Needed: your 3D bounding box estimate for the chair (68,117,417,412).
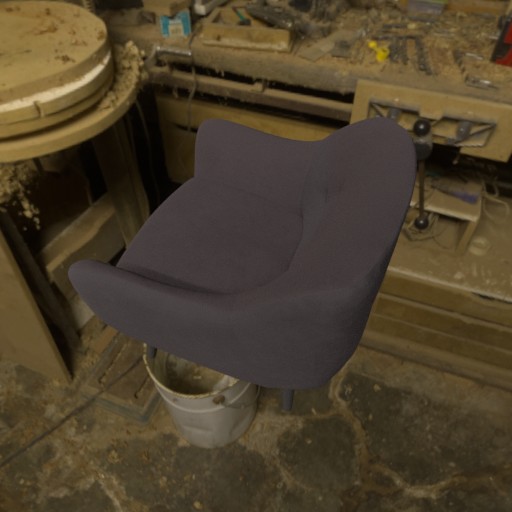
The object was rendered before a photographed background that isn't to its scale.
[{"bbox_3d":[0.000,0.000,1.460,0.819,0.807,0.840,17,50,15],"label":"chair"}]
